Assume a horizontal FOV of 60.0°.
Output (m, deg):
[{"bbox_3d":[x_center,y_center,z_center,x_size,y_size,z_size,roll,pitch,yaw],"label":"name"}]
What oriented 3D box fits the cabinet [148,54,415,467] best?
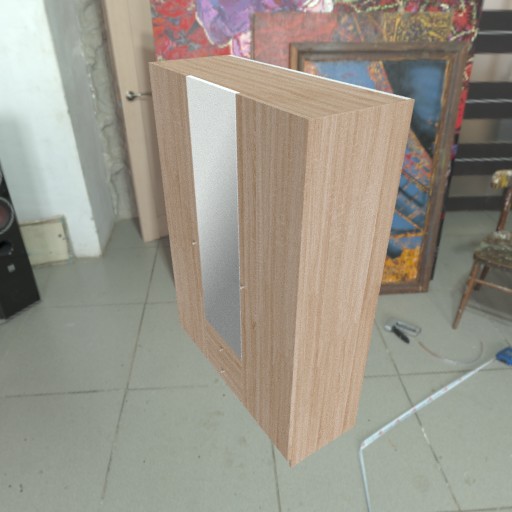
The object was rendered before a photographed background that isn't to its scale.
[{"bbox_3d":[0.000,0.000,2.796,0.590,2.120,1.500,-19,37,-28],"label":"cabinet"}]
